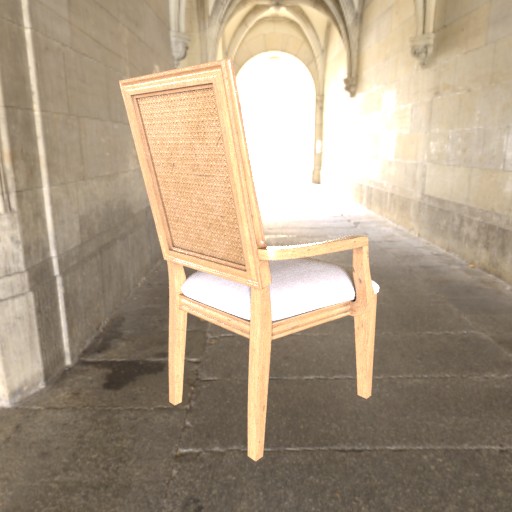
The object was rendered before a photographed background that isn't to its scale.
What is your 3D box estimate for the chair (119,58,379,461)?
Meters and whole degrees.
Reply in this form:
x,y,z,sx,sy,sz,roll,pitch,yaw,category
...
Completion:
x,y,z,sx,sy,sz,roll,pitch,yaw,category
0.000,0.000,1.342,0.606,0.990,0.602,14,19,43,chair
